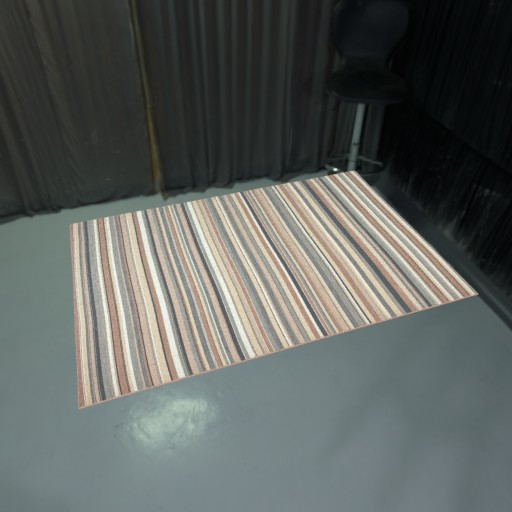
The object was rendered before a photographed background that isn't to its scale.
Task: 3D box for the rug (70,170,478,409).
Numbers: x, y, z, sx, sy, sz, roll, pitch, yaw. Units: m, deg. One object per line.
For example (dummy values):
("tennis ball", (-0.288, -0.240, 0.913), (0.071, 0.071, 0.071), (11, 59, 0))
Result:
("rug", (0.000, 0.000, 2.322), (1.829, 0.008, 1.219), (-13, 43, -14))
